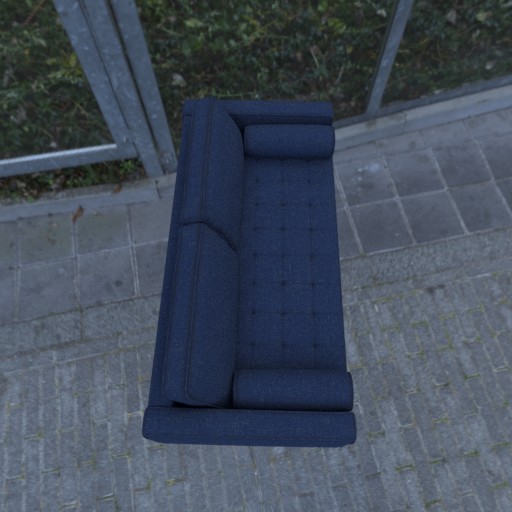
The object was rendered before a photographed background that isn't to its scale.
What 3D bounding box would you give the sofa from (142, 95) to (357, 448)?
[{"bbox_3d":[0.000,0.000,2.395,0.914,0.762,1.880,1,64,1],"label":"sofa"}]
